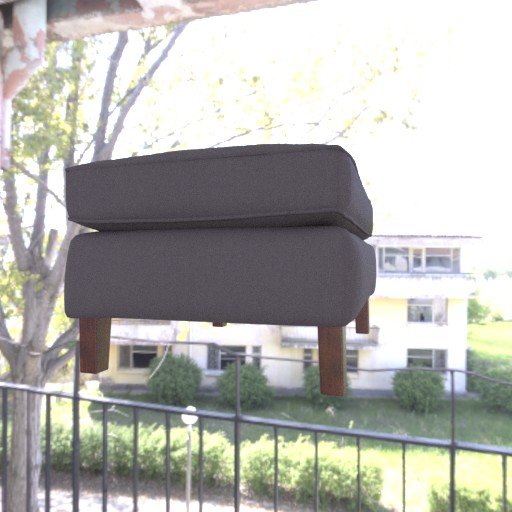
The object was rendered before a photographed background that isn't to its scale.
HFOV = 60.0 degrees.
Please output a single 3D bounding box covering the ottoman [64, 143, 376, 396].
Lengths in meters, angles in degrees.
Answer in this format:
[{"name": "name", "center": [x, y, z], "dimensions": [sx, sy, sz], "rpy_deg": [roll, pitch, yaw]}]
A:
[{"name": "ottoman", "center": [0.000, 0.000, 0.976], "dimensions": [0.508, 0.406, 0.686], "rpy_deg": [0, -1, 18]}]
